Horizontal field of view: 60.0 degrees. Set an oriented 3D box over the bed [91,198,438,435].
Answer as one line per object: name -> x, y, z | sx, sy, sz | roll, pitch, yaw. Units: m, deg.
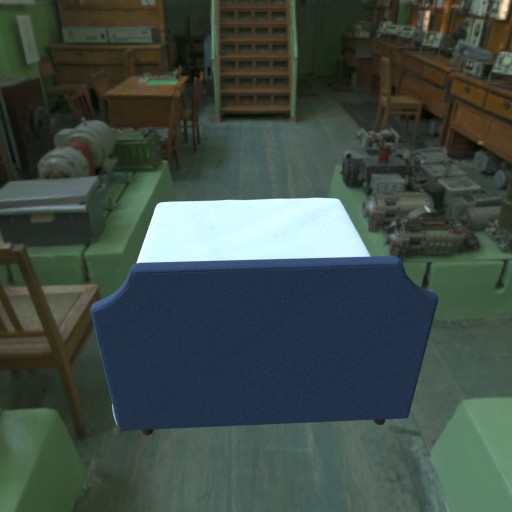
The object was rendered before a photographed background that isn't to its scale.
bed -> 0.000, 0.000, 4.193 | 2.350, 1.488, 2.773 | -2, 30, -3
